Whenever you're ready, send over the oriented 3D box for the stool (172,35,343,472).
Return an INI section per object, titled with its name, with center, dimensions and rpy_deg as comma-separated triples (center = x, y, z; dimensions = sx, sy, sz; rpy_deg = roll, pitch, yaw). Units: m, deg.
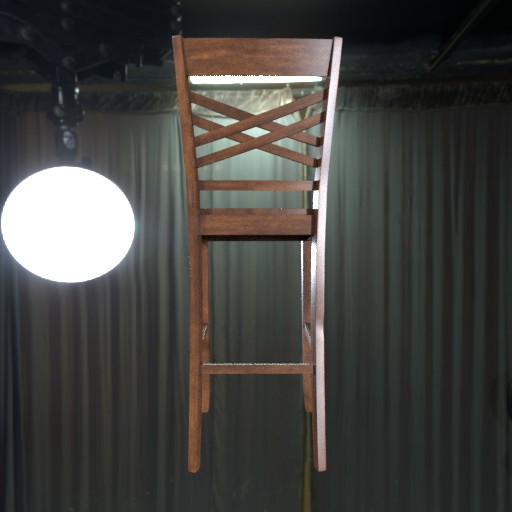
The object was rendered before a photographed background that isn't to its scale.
[stool]
center = 0.000, 0.000, 1.341
dimensions = 0.426, 1.098, 0.504
rpy_deg = 0, 0, -1
